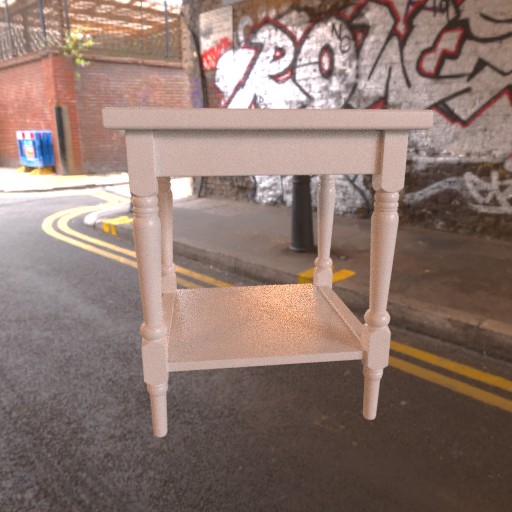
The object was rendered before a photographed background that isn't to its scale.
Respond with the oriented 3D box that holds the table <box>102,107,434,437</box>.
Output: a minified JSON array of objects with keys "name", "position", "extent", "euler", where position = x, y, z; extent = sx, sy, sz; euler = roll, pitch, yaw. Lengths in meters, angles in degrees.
[{"name":"table","position":[0.000,0.000,0.927],"extent":[0.488,0.565,0.442],"euler":[-2,16,-7]}]
